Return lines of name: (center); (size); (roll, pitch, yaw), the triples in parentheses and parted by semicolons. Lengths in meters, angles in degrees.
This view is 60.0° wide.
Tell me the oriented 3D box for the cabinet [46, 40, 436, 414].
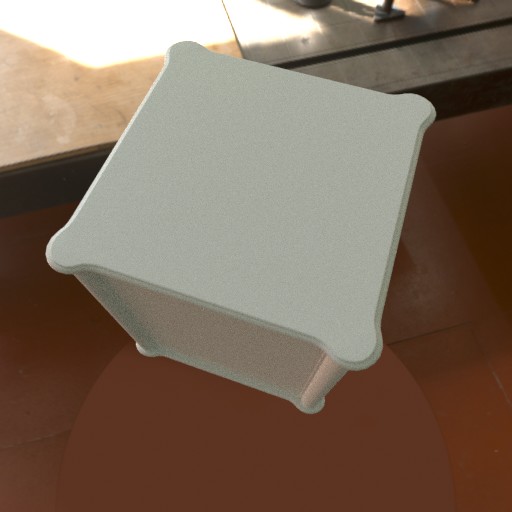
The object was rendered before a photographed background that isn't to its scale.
cabinet: (0.000, 0.000, 1.212); (0.628, 0.761, 0.627); (17, 65, 8)
